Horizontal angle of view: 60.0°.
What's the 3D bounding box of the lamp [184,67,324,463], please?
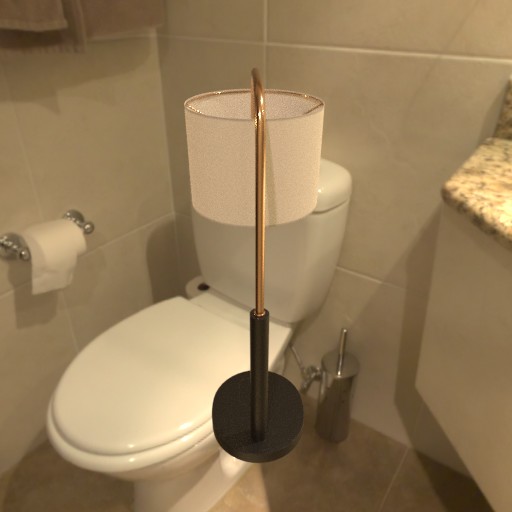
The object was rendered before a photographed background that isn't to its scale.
[{"bbox_3d":[0.000,0.000,0.687,0.199,0.540,0.337,-1,31,-2],"label":"lamp"}]
